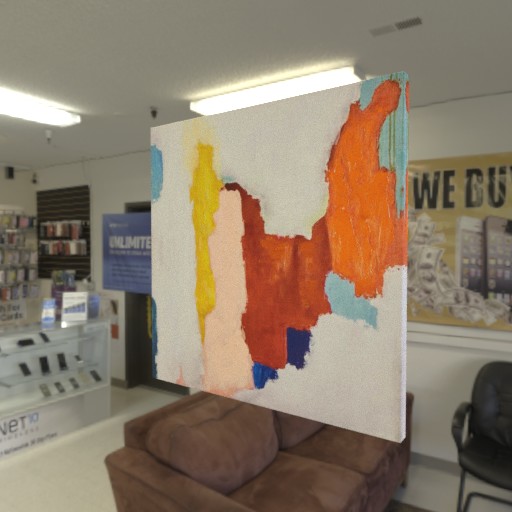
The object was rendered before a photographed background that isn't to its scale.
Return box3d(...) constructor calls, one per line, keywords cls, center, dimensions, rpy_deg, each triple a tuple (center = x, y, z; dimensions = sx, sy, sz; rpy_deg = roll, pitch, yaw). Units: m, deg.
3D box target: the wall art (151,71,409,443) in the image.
box3d(cls="wall art", center=(0.000, 0.000, 1.220), dimensions=(0.814, 0.814, 0.037), rpy_deg=(1, 2, 36))
